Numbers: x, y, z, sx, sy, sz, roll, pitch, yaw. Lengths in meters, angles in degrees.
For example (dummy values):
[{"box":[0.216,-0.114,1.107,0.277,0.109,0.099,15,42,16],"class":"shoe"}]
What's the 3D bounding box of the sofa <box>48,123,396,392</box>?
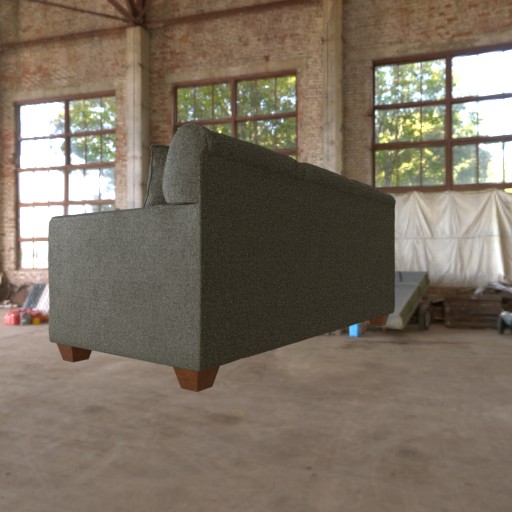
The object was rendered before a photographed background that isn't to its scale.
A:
[{"box":[0.000,0.000,2.566,0.997,0.958,2.024,0,0,35],"class":"sofa"}]
